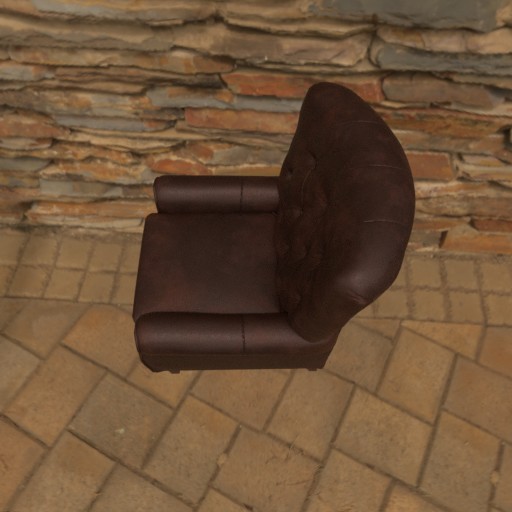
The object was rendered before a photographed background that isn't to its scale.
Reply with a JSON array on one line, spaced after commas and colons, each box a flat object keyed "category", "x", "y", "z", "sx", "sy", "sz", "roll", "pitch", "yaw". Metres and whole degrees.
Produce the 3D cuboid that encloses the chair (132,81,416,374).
[{"category": "chair", "x": 0.000, "y": 0.000, "z": 1.920, "sx": 1.058, "sy": 1.158, "sz": 0.948, "roll": -1, "pitch": 59, "yaw": -1}]
